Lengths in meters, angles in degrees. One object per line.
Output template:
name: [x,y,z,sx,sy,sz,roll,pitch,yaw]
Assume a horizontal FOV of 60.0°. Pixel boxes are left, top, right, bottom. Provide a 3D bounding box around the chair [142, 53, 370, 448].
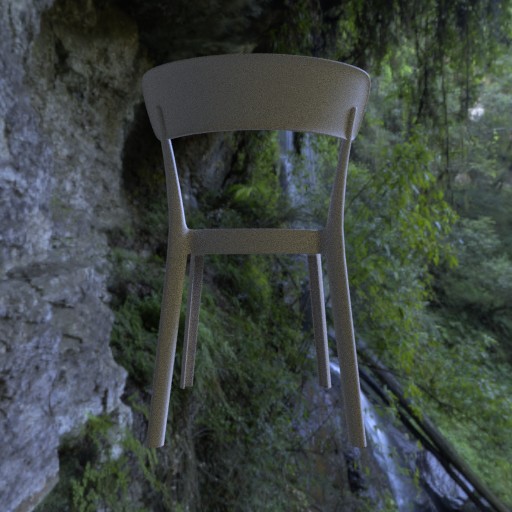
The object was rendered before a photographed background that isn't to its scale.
chair: [0.000,0.000,1.099,0.506,0.790,0.491,0,0,0]
